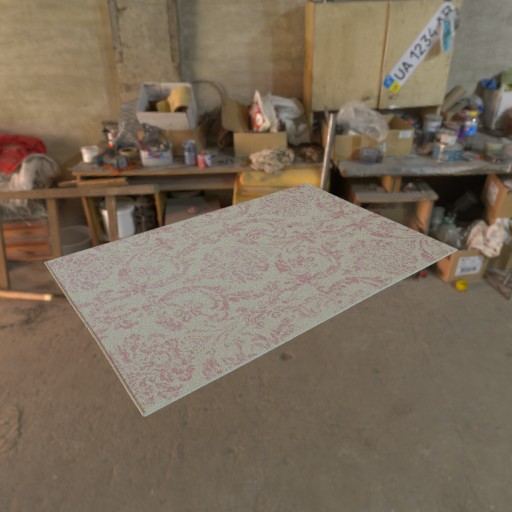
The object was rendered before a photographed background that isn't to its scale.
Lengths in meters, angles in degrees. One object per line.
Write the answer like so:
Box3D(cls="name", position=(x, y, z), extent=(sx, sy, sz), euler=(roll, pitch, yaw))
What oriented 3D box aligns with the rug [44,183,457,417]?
Box3D(cls="rug", position=(0.000, 0.000, 2.360), extent=(1.839, 0.012, 1.219), euler=(-21, 37, -31))
